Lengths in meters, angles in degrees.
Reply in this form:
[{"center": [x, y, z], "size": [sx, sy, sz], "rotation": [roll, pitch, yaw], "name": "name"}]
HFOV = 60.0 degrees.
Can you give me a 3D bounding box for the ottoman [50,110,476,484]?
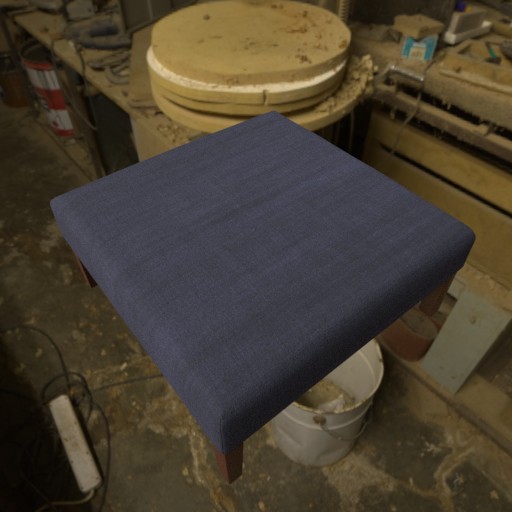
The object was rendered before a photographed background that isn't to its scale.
[{"center": [0.000, 0.000, 1.392], "size": [0.890, 0.411, 0.889], "rotation": [-30, 53, -26], "name": "ottoman"}]
